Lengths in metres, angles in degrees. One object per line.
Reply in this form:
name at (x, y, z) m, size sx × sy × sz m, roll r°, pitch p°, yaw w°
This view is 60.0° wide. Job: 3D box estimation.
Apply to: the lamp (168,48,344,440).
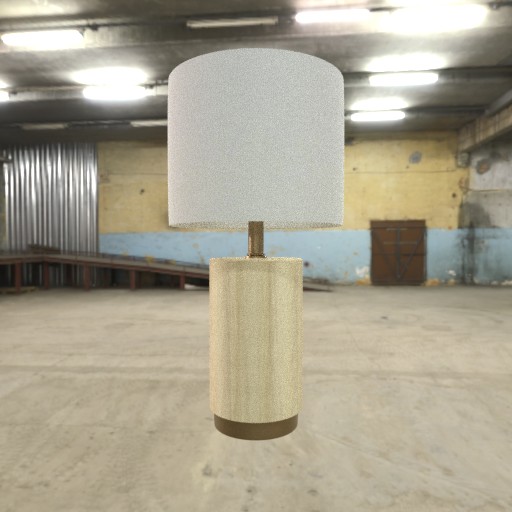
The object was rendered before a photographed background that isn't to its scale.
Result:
lamp at (0.000, 0.000, 0.586) m, size 0.228 × 0.444 × 0.228 m, roll 1°, pitch 1°, yaw 34°
